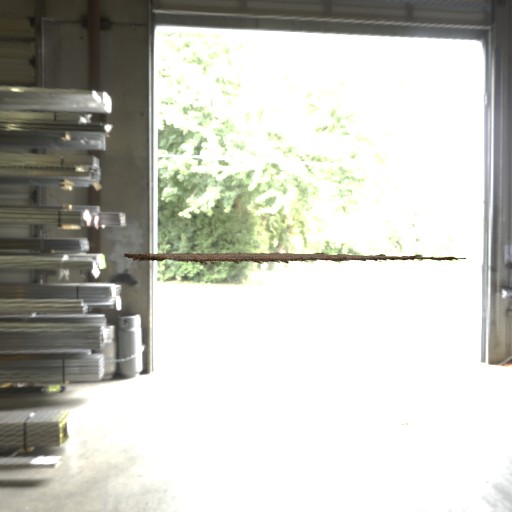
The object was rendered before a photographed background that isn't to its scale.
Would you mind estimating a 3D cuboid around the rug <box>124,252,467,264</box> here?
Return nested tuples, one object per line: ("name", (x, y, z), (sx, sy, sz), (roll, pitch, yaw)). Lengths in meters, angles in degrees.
("rug", (0.000, 0.000, 3.207), (1.778, 0.048, 2.450), (0, 1, -19))
